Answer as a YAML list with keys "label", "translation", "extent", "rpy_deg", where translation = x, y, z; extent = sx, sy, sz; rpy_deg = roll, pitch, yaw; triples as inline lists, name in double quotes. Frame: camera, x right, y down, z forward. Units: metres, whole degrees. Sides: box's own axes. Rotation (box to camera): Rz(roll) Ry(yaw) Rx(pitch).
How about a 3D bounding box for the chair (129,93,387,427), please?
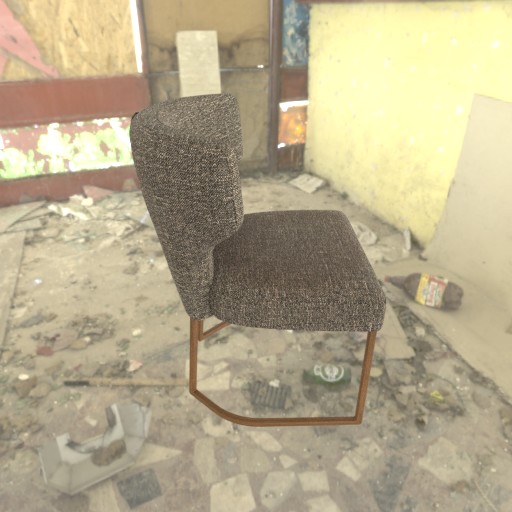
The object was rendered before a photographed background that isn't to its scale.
- label: "chair"
  translation: [0.000, 0.000, 1.280]
  extent: [0.617, 0.824, 0.611]
  rpy_deg: [-1, 29, -1]
